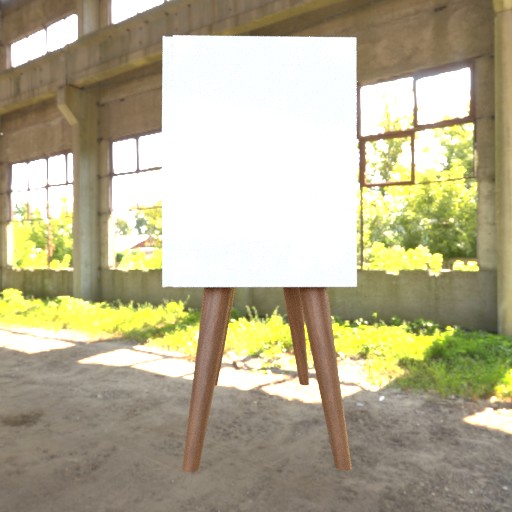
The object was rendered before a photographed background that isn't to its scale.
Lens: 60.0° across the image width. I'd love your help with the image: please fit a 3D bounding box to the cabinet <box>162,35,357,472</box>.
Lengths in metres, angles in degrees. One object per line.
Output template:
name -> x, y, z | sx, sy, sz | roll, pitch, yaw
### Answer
cabinet -> 0.000, 0.000, 1.074 | 0.344, 0.772, 0.591 | 0, 0, -1
